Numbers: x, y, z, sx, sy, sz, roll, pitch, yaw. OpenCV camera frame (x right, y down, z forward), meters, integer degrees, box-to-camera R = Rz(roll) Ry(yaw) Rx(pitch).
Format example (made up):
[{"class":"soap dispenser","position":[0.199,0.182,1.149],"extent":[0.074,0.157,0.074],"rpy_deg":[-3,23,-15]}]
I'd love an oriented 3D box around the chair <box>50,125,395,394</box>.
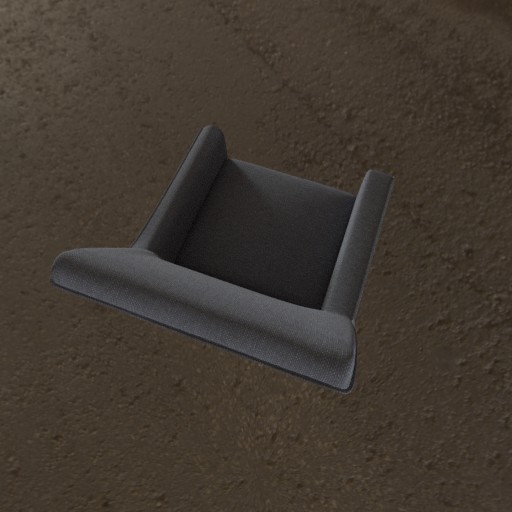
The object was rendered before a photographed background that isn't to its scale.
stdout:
[{"class":"chair","position":[0.000,0.000,1.593],"extent":[0.780,0.919,0.899],"rpy_deg":[18,65,9]}]
